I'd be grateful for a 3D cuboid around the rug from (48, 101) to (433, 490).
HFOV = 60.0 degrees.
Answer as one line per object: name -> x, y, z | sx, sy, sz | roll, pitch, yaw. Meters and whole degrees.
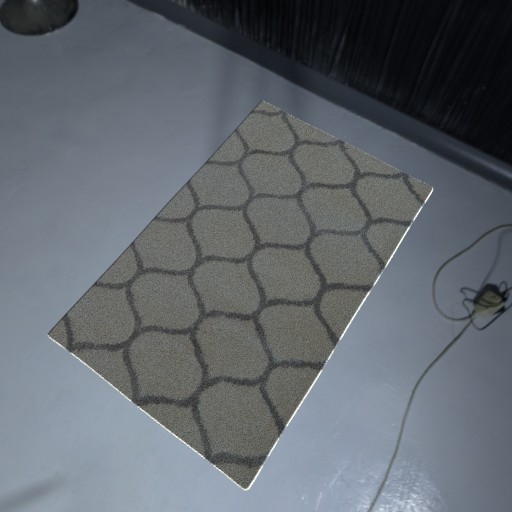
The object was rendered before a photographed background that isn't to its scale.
rug -> 0.000, 0.000, 2.954 | 1.501, 0.024, 2.348 | 32, 68, 14
